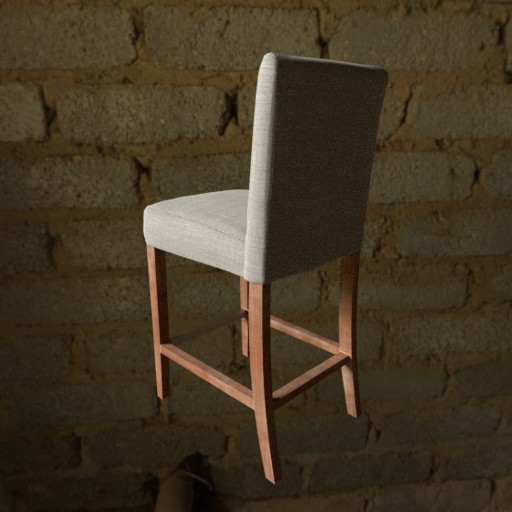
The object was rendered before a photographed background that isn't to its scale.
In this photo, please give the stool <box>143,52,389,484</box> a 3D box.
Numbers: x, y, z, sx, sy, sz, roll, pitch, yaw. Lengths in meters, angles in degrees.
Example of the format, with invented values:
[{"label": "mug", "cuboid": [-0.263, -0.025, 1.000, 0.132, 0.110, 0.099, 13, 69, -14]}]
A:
[{"label": "stool", "cuboid": [0.000, 0.000, 1.322, 0.454, 1.039, 0.567, -17, 24, -42]}]
